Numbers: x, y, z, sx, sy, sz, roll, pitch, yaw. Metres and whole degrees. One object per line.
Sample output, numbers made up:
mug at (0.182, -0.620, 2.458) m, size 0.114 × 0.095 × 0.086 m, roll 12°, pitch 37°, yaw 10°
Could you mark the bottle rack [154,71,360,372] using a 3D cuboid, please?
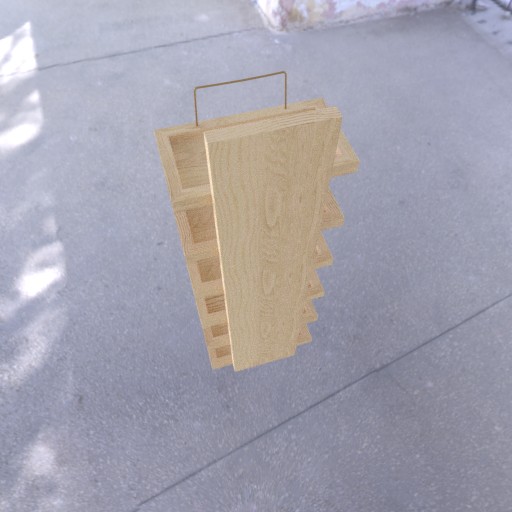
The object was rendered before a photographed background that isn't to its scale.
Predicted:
bottle rack at (0.000, 0.000, 1.067) m, size 0.330 × 0.943 × 0.206 m, roll -14°, pitch 58°, yaw -9°
